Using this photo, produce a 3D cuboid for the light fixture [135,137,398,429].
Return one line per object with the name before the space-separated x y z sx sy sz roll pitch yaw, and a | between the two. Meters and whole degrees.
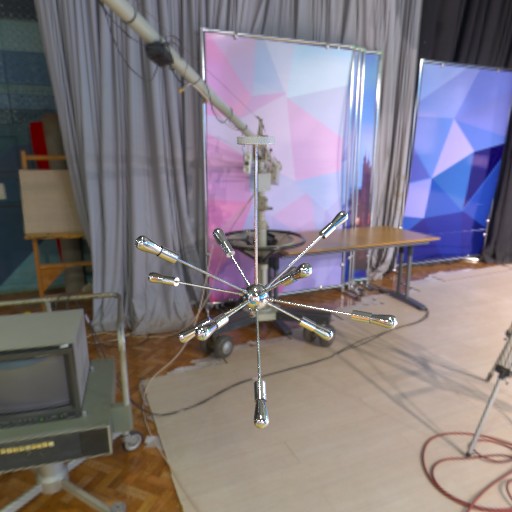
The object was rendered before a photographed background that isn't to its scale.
light fixture | 0.000 0.000 1.074 0.684 0.558 0.509 8 18 27
